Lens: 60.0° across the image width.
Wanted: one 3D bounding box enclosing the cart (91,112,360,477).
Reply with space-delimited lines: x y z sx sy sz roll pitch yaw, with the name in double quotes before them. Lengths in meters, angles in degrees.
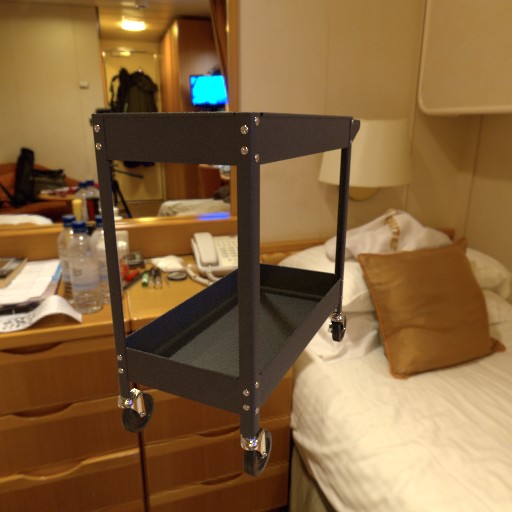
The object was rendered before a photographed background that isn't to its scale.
"cart" 0.000 0.000 1.189 0.366 0.719 0.779 8 18 24
